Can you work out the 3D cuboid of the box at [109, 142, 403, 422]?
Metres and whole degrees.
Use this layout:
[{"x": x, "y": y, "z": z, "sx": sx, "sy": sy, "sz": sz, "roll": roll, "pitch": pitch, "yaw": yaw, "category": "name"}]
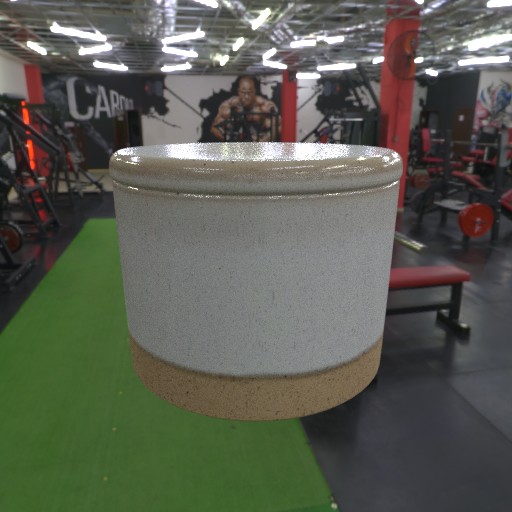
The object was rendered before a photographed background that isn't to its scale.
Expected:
[{"x": 0.000, "y": 0.000, "z": 0.259, "sx": 0.154, "sy": 0.123, "sz": 0.154, "roll": 0, "pitch": 17, "yaw": 0, "category": "box"}]
